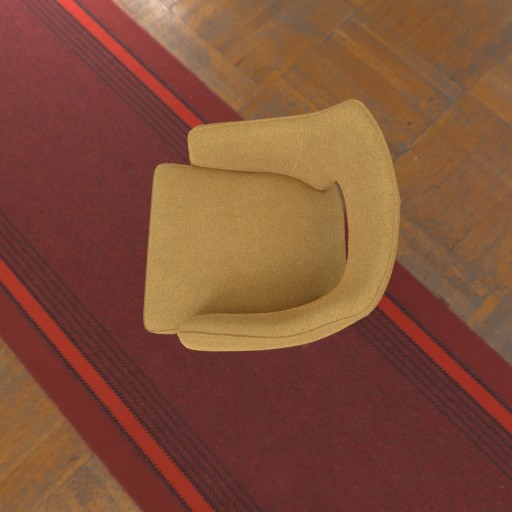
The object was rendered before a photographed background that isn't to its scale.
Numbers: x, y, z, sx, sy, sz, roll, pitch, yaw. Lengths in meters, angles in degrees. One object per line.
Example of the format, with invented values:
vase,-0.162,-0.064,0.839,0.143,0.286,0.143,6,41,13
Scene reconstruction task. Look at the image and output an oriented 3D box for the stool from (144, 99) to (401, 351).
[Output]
stool,0.000,0.000,1.270,0.558,0.924,0.548,1,76,0
